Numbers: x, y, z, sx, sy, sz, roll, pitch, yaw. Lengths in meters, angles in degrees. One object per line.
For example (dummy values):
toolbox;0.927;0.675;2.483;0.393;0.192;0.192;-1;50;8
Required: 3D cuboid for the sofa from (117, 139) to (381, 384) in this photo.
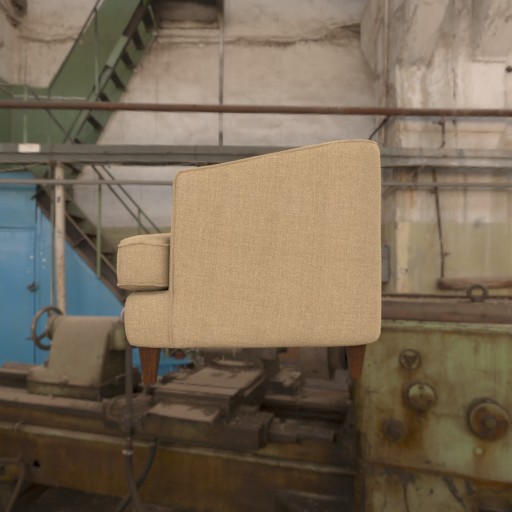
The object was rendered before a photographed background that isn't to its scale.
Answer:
sofa;0.000;0.000;2.275;0.941;0.855;1.733;0;0;0
